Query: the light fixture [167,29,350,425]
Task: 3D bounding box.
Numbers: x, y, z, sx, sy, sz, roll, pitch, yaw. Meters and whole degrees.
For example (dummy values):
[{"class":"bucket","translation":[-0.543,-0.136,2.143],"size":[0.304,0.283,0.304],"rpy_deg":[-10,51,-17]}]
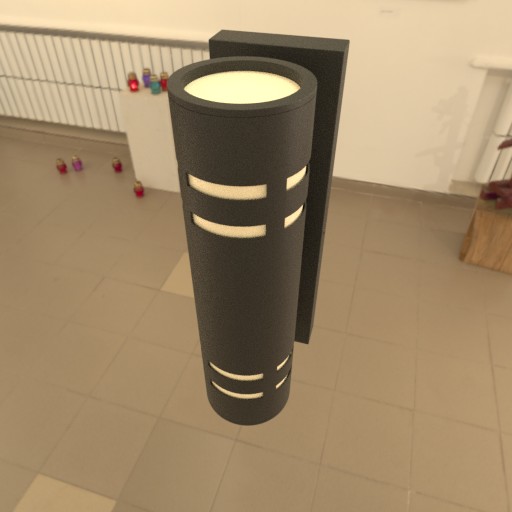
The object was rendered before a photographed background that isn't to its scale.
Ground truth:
[{"class":"light fixture","translation":[0.000,0.000,0.397],"size":[0.105,0.330,0.149],"rpy_deg":[11,42,12]}]
